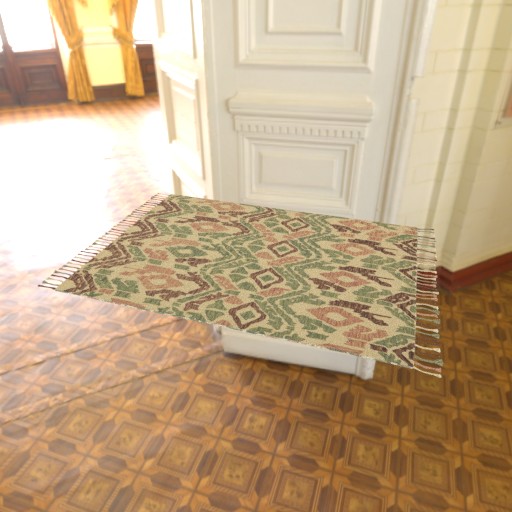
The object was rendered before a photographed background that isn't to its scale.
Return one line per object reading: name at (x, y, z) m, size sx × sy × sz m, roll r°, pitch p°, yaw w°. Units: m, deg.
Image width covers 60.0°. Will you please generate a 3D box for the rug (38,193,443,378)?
rug at (0.000, 0.000, 2.349) m, size 1.829 × 0.010 × 1.219 m, roll 10°, pitch 32°, yaw 15°
